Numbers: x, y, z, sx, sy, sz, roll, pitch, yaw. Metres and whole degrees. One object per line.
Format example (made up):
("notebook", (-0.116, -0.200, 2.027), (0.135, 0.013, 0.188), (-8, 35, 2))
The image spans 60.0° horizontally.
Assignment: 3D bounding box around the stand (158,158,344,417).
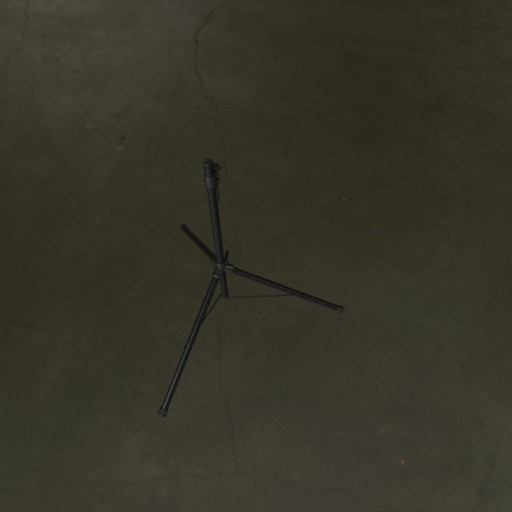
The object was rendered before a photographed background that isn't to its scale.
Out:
("stand", (0.000, 0.000, 2.732), (1.339, 1.595, 1.596), (1, 57, 1))
